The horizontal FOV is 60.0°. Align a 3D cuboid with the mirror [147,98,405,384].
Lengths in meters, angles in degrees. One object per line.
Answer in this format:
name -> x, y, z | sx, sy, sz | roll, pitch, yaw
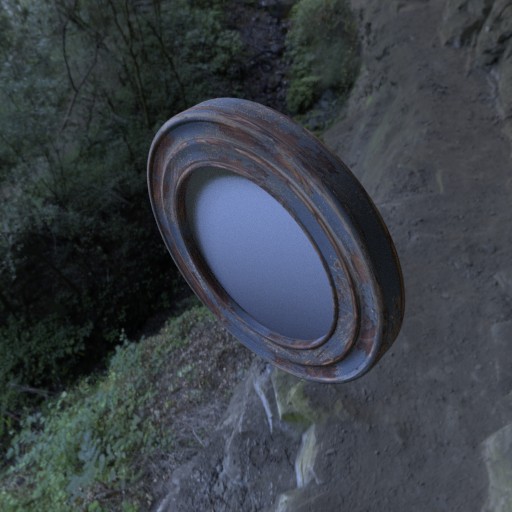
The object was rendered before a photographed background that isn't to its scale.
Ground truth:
mirror -> 0.000, 0.000, 0.852 | 0.585, 0.585, 0.061 | 33, 54, 28
